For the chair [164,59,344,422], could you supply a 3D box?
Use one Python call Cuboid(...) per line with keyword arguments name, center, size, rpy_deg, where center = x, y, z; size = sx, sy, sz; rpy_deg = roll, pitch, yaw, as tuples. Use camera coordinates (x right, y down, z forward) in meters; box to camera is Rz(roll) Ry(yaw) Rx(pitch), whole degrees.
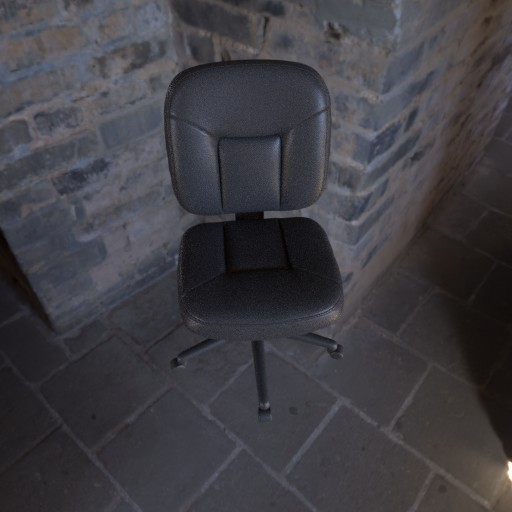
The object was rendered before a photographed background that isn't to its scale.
Cuboid(name="chair", center=(0.000, 0.000, 1.362), size=(0.647, 0.959, 0.646), rpy_deg=(-4, 46, -4))
